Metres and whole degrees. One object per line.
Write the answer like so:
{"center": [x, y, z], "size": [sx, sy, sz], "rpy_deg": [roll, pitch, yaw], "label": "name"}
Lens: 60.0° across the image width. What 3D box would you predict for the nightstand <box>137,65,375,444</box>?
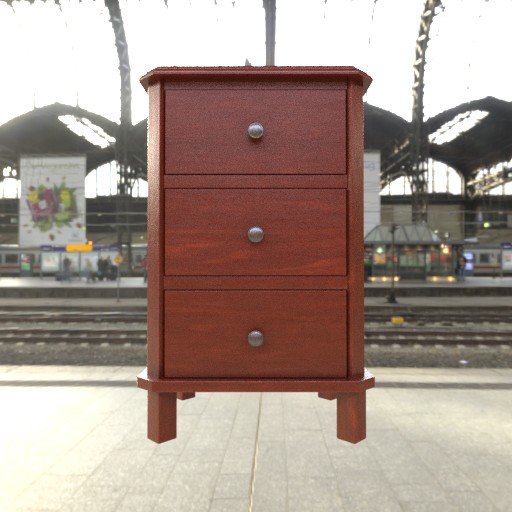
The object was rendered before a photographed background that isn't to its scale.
{"center": [0.000, 0.000, 0.951], "size": [0.435, 0.681, 0.351], "rpy_deg": [0, -1, 0], "label": "nightstand"}
